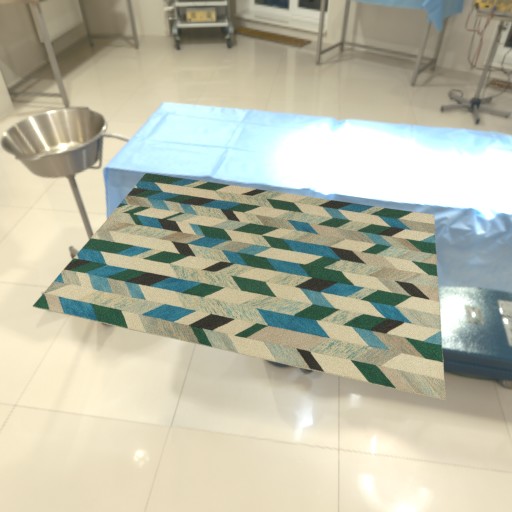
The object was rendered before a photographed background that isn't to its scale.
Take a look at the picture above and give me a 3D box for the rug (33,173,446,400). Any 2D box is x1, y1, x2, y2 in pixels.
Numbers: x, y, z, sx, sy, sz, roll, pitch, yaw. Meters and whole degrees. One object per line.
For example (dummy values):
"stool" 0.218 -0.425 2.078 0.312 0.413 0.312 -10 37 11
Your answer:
"rug" 0.000 0.000 2.311 1.827 0.005 1.229 10 43 11
